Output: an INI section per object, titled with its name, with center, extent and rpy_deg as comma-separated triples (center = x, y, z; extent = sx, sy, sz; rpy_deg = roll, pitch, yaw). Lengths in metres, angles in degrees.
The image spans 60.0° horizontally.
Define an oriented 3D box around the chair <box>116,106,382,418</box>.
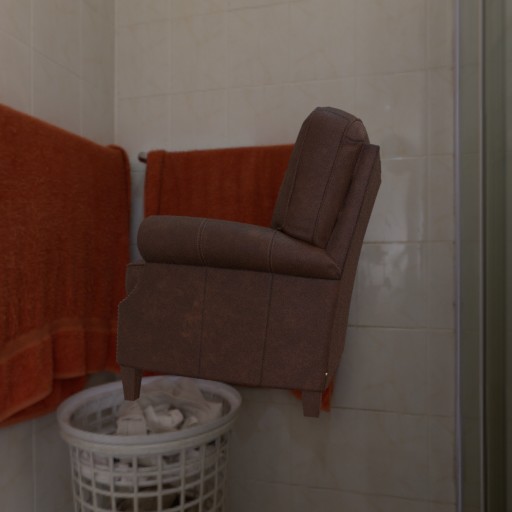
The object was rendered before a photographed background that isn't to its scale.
[chair]
center = 0.000, 0.000, 1.817
extent = 0.986, 1.018, 0.936
rpy_deg = 0, 0, 16
